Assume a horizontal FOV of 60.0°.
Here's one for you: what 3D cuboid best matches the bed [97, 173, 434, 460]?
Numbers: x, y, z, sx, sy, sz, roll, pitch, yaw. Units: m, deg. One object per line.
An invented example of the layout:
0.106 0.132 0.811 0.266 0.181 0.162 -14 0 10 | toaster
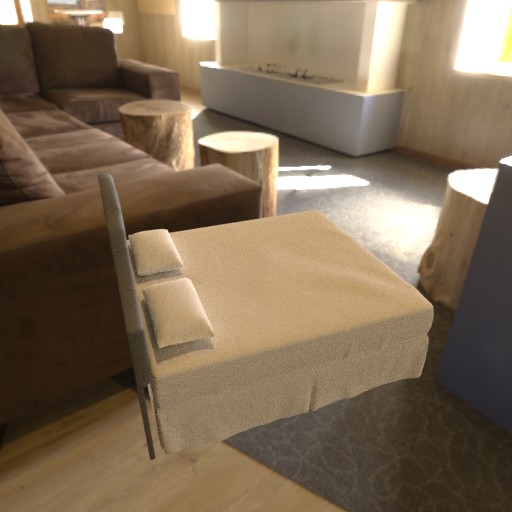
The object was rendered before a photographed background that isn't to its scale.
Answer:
0.000 0.000 3.644 2.214 1.615 2.008 -11 31 -18 | bed
